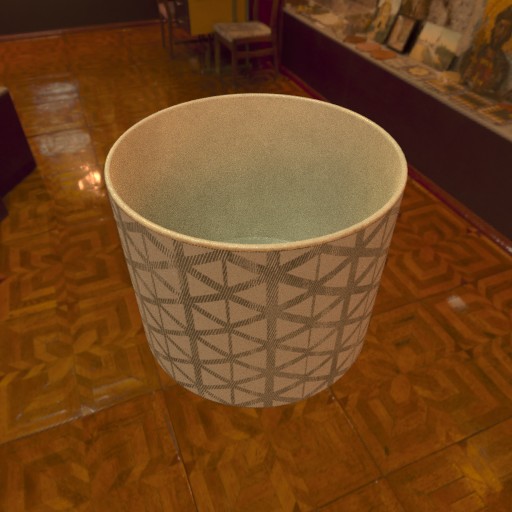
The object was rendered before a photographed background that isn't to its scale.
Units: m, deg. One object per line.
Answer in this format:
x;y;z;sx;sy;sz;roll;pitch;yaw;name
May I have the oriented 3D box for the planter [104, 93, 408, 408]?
0.000;0.000;0.346;0.190;0.181;0.190;0;42;0;planter
